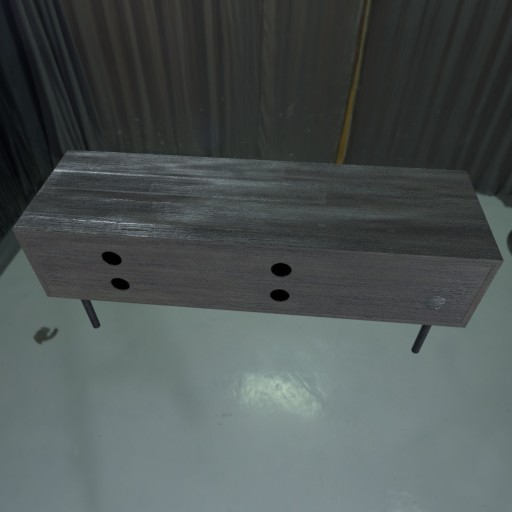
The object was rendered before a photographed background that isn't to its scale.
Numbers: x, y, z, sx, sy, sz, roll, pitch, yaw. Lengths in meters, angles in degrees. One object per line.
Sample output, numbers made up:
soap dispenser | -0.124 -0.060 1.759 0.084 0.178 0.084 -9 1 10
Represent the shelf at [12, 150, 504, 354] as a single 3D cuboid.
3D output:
shelf | 0.000 0.000 1.480 1.300 0.495 0.400 4 46 4
